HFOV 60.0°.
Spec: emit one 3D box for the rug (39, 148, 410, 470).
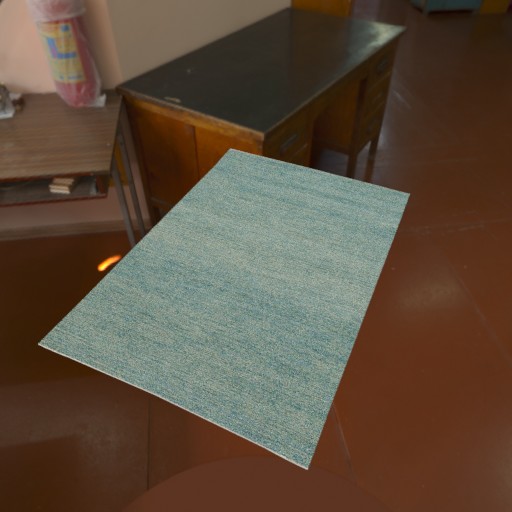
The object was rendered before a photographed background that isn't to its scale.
[{"bbox_3d":[0.000,0.000,2.965,1.593,0.029,2.305,18,47,18],"label":"rug"}]
